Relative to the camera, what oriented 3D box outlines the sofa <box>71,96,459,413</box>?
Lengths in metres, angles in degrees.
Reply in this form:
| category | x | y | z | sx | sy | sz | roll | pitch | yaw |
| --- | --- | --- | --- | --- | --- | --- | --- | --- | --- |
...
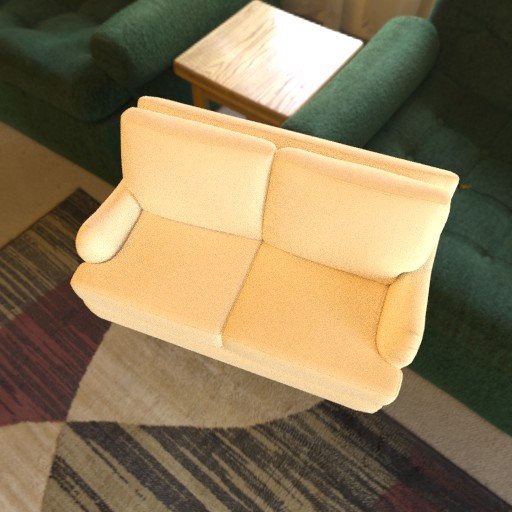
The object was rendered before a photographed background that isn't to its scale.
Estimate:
| category | x | y | z | sx | sy | sz | roll | pitch | yaw |
| --- | --- | --- | --- | --- | --- | --- | --- | --- | --- |
| sofa | 0.000 | 0.000 | 2.497 | 1.853 | 1.101 | 1.084 | 17 | 60 | 10 |
